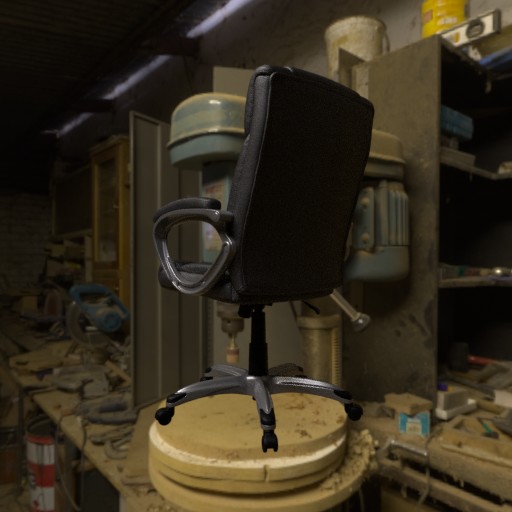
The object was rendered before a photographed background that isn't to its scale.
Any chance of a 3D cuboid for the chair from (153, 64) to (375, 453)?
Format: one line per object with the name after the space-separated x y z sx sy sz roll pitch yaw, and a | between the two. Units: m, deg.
0.000 0.000 1.633 0.721 1.130 0.719 0 0 -39 | chair
